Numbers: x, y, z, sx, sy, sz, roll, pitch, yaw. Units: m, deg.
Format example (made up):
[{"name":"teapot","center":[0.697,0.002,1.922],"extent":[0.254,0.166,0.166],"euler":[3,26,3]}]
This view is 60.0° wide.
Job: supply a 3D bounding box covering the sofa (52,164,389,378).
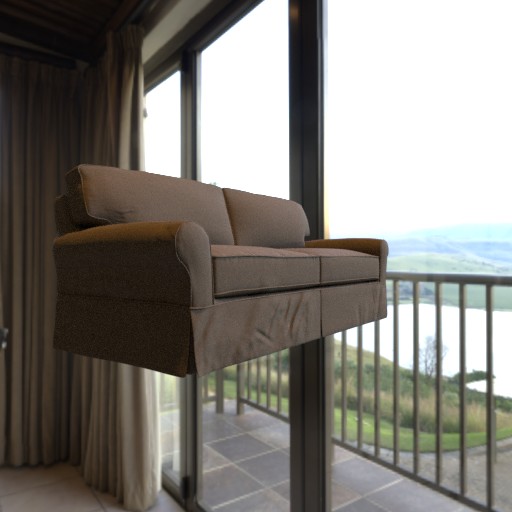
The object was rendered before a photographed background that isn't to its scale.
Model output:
[{"name":"sofa","center":[0.000,0.000,2.801],"extent":[0.991,0.943,2.248],"euler":[0,0,36]}]
